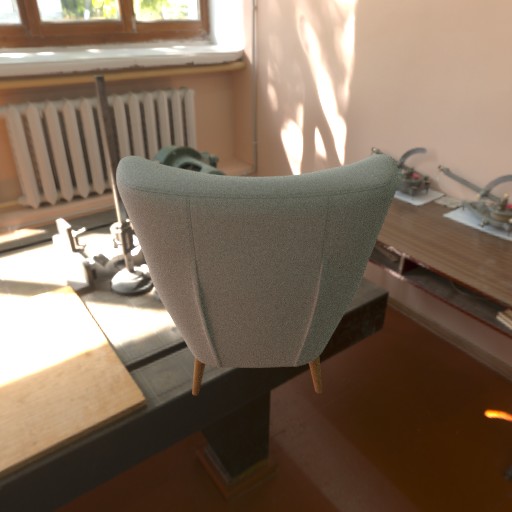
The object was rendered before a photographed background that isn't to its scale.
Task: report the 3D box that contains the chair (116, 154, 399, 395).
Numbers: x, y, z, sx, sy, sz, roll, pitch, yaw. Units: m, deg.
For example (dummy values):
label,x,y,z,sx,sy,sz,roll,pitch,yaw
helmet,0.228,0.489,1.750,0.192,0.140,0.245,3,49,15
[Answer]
label,x,y,z,sx,sy,sz,roll,pitch,yaw
chair,0.000,0.000,1.648,0.890,0.889,0.889,-1,29,-1
